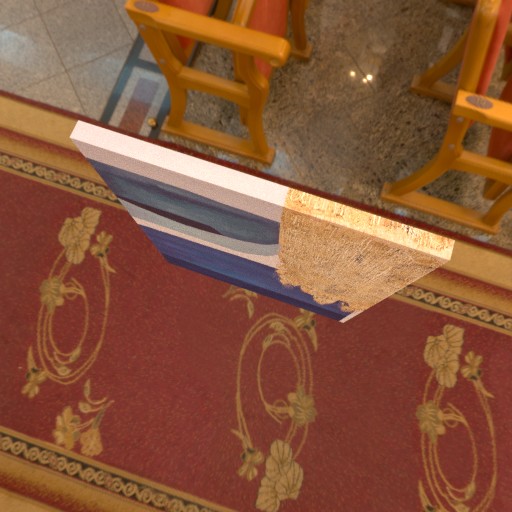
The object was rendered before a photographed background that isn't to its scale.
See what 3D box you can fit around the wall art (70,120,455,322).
[{"bbox_3d":[0.000,0.000,0.804,0.458,0.613,0.026,18,76,5],"label":"wall art"}]
